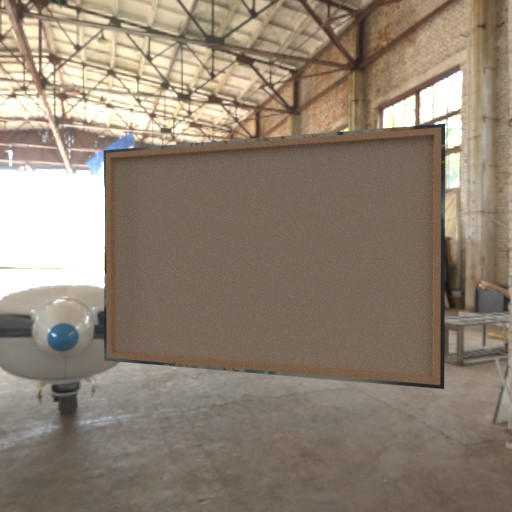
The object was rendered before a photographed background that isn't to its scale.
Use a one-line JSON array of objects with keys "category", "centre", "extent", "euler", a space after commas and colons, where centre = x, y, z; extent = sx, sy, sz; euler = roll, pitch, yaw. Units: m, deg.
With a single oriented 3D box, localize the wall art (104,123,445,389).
[{"category": "wall art", "centre": [0.000, 0.000, 1.449], "extent": [1.138, 0.759, 0.035], "euler": [0, 1, 17]}]
